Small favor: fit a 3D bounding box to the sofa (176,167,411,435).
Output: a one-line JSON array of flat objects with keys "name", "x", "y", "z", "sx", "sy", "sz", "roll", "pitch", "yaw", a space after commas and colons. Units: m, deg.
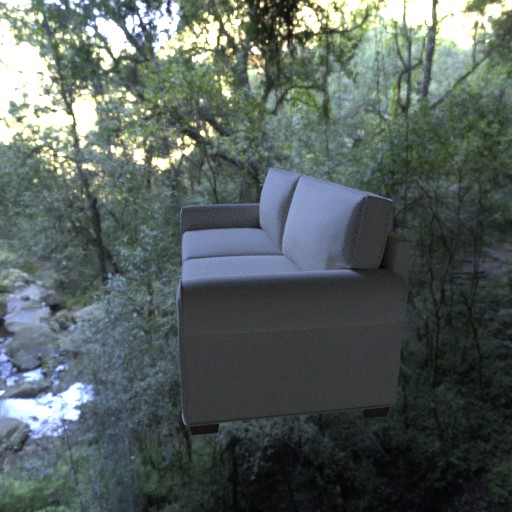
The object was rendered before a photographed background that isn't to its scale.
[{"name": "sofa", "x": 0.000, "y": 0.000, "z": 2.652, "sx": 0.901, "sy": 0.962, "sz": 2.146, "roll": -2, "pitch": 14, "yaw": -9}]
